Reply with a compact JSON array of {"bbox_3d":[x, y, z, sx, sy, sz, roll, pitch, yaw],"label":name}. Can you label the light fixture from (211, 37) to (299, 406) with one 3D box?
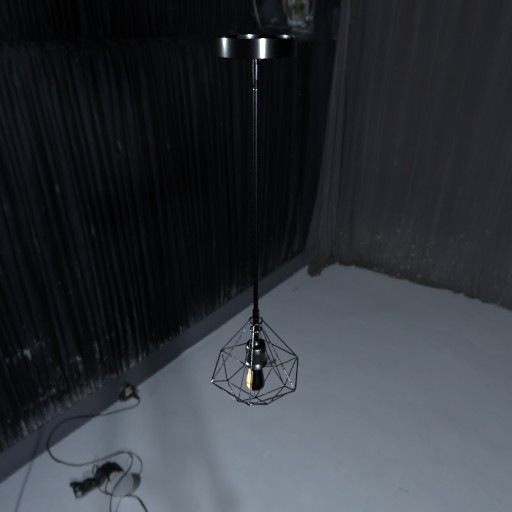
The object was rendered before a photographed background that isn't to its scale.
[{"bbox_3d":[0.000,0.000,1.987,0.487,1.764,0.431,20,35,32],"label":"light fixture"}]
